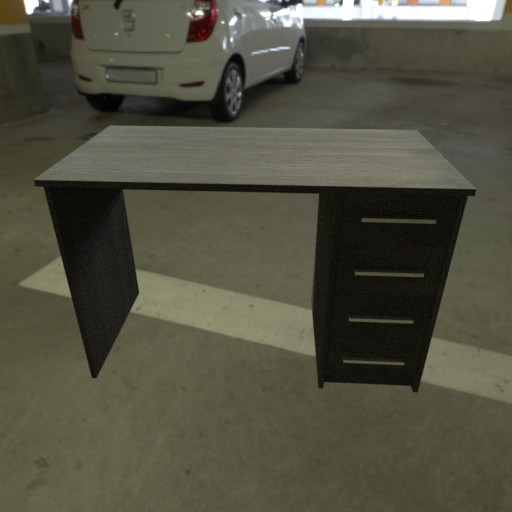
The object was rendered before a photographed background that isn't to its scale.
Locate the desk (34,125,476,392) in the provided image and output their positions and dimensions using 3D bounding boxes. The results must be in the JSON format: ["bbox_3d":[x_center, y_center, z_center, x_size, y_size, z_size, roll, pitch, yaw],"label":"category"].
[{"bbox_3d":[0.000,0.000,1.515,1.096,0.730,0.560,2,30,3],"label":"desk"}]
